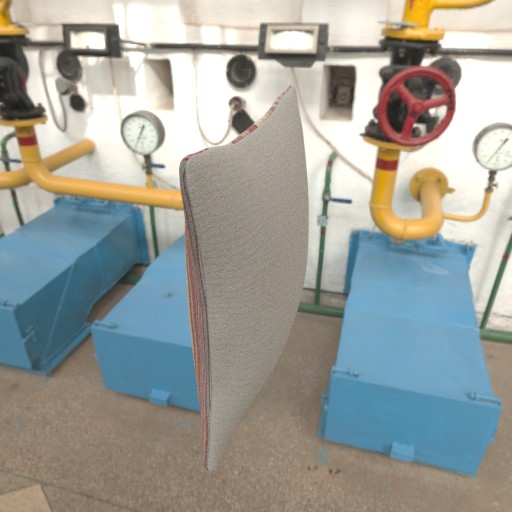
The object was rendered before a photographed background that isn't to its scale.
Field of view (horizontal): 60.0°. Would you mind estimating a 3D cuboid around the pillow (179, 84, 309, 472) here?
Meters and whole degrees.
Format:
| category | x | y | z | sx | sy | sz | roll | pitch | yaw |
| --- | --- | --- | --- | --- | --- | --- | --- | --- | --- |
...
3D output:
| category | x | y | z | sx | sy | sz | roll | pitch | yaw |
| --- | --- | --- | --- | --- | --- | --- | --- | --- | --- |
| pillow | 0.000 | 0.000 | 0.652 | 0.136 | 0.419 | 0.437 | 8 | 31 | 14 |
